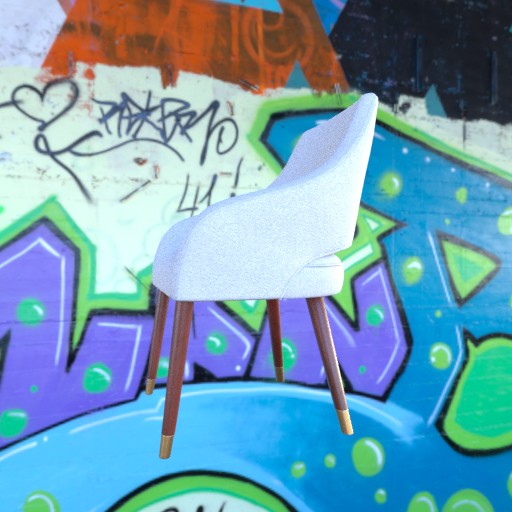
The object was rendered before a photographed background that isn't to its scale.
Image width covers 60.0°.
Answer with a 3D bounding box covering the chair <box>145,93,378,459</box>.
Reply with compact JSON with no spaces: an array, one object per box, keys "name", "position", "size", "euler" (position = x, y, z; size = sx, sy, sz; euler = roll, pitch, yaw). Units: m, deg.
[{"name":"chair","position":[0.000,0.000,1.294],"size":[0.600,0.889,0.609],"euler":[0,0,-18]}]
